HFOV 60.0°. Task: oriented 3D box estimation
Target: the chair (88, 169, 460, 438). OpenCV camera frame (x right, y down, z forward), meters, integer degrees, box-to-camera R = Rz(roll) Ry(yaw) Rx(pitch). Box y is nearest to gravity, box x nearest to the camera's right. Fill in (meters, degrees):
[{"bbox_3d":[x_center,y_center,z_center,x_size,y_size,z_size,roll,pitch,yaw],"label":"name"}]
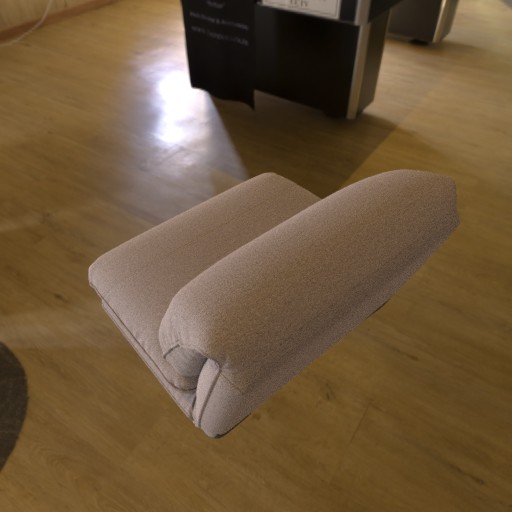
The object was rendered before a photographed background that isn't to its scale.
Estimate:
[{"bbox_3d":[0.000,0.000,1.324,0.820,0.580,0.780,-32,54,-27],"label":"chair"}]
